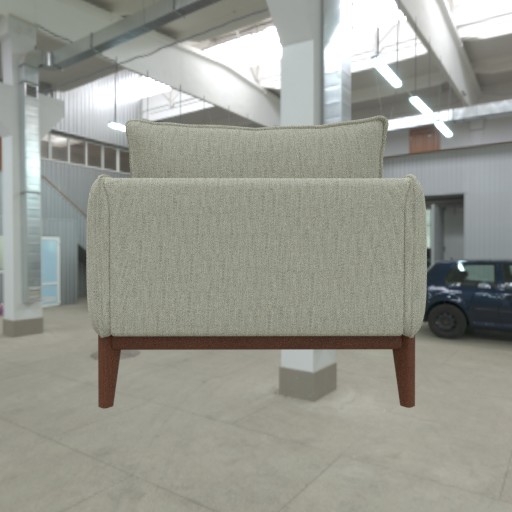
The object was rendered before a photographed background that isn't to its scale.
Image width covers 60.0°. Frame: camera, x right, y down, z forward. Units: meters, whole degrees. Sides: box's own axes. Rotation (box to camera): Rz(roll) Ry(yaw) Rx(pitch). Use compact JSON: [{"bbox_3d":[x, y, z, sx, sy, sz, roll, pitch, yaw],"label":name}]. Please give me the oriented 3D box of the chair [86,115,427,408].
[{"bbox_3d":[0.000,0.000,1.708,0.994,0.855,0.991,0,1,0],"label":"chair"}]
